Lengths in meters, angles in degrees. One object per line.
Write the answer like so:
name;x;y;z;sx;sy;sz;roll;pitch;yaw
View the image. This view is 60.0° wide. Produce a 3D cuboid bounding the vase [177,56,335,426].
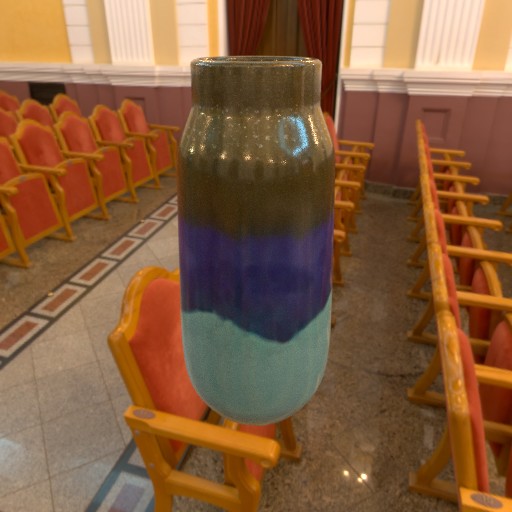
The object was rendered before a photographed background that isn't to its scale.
vase;0.000;0.000;0.384;0.139;0.313;0.139;0;26;0
